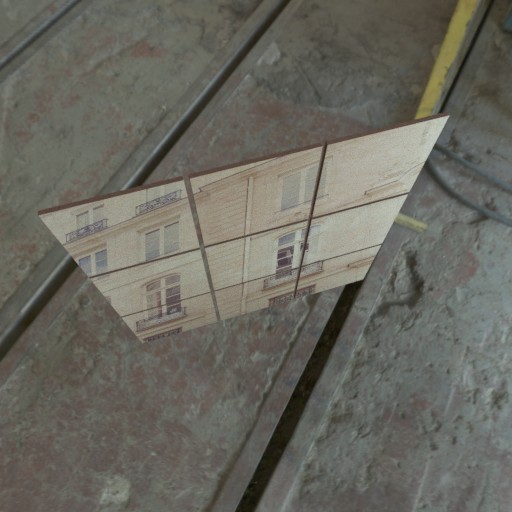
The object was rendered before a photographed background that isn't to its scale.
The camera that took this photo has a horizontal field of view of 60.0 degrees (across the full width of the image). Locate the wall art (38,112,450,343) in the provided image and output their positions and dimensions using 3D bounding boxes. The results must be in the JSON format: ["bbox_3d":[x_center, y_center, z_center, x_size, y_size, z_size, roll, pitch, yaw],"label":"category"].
[{"bbox_3d":[0.000,0.000,1.809,1.221,1.218,0.024,-15,64,-8],"label":"wall art"}]
